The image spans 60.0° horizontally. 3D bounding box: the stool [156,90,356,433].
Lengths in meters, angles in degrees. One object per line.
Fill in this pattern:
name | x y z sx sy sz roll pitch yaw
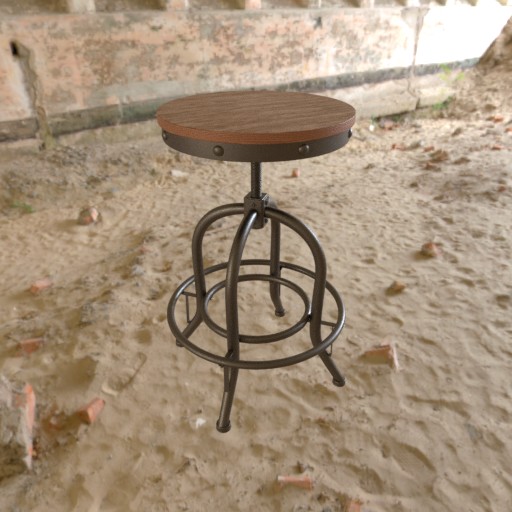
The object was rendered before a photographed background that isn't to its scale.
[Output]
stool | 0.000 0.000 0.940 0.439 0.609 0.439 10 31 17
